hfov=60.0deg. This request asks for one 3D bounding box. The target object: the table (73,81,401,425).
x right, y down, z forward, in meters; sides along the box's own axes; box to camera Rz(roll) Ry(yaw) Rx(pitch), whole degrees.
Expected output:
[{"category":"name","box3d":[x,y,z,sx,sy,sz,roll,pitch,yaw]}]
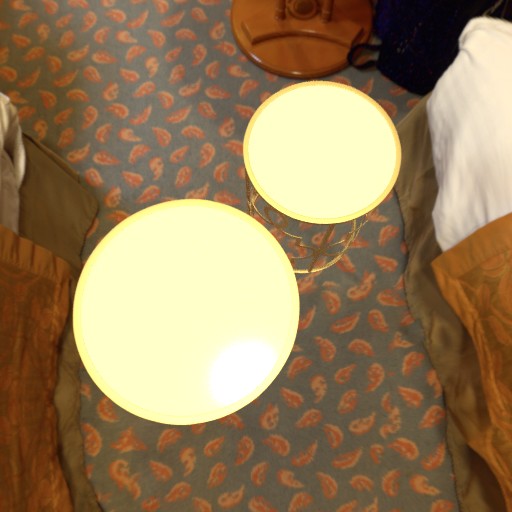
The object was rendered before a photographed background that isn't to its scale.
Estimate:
[{"category":"table","box3d":[0.000,0.000,1.139,0.420,0.564,0.846,36,78,9]}]
